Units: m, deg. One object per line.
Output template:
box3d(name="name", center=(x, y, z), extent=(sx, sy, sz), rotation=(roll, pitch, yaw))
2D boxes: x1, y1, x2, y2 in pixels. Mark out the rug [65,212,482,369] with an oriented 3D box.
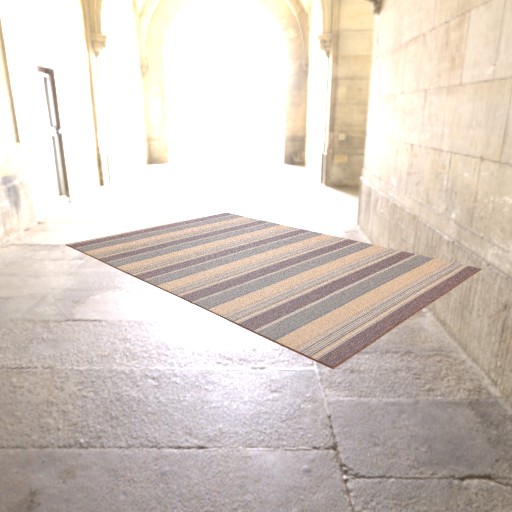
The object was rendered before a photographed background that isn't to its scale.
box3d(name="rug", center=(0.000, 0.000, 2.313), extent=(1.829, 0.008, 1.219), rotation=(17, 24, 42))
